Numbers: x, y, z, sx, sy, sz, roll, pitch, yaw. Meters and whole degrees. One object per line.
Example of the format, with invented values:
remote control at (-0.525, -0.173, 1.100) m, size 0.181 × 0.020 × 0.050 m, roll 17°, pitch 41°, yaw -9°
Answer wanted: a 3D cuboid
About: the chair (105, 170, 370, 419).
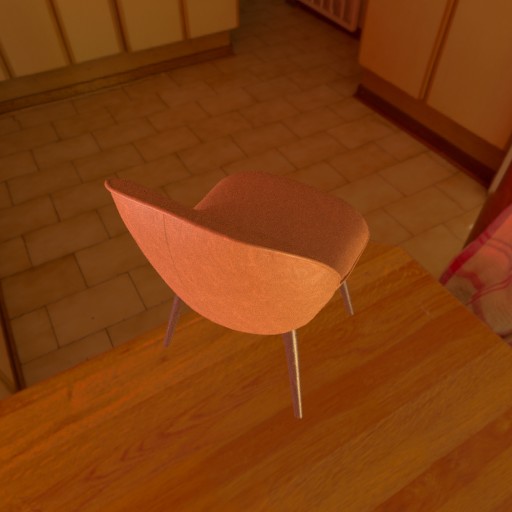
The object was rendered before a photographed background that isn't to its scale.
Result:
chair at (0.000, 0.000, 1.218) m, size 0.521 × 0.831 × 0.631 m, roll 23°, pitch 52°, yaw 19°
